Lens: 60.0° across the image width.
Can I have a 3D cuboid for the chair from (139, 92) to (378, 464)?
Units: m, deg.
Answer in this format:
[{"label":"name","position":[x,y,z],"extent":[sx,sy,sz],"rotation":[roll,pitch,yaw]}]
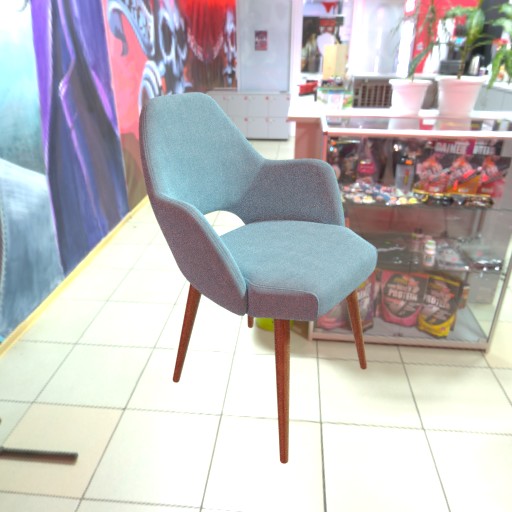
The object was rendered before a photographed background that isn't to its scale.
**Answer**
[{"label":"chair","position":[0.000,0.000,1.268],"extent":[0.610,0.840,0.590],"rotation":[19,32,34]}]
